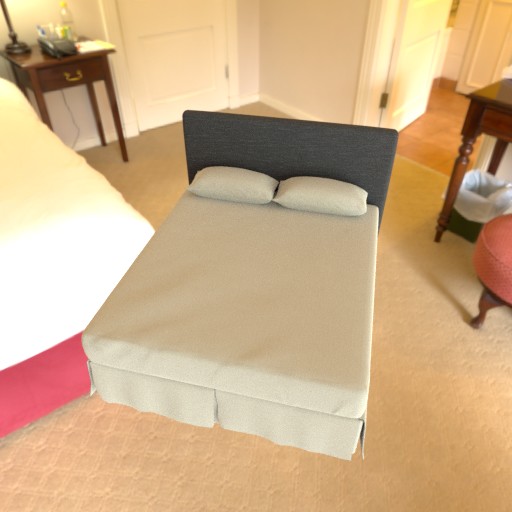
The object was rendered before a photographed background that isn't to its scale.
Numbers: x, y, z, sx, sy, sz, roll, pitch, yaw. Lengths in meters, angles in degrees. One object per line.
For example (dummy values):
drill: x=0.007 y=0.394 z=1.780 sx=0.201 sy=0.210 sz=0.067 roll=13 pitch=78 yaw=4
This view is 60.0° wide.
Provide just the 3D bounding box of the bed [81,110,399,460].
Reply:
bed: x=0.000 y=0.000 z=3.300 sx=1.884 sy=1.330 sz=2.142 roll=9 pitch=39 yaw=11
